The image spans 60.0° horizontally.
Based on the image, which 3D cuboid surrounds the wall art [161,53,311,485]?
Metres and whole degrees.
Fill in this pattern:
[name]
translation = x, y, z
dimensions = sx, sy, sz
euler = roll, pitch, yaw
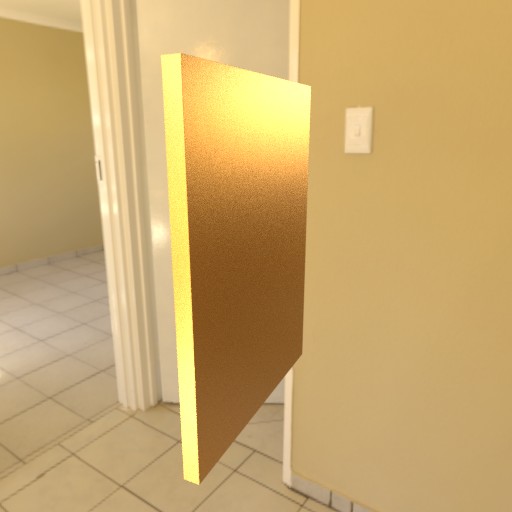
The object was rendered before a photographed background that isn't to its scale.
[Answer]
[wall art]
translation = 0.000, 0.000, 1.065
dimensions = 0.038, 0.812, 0.610
euler = 8, 18, 25
